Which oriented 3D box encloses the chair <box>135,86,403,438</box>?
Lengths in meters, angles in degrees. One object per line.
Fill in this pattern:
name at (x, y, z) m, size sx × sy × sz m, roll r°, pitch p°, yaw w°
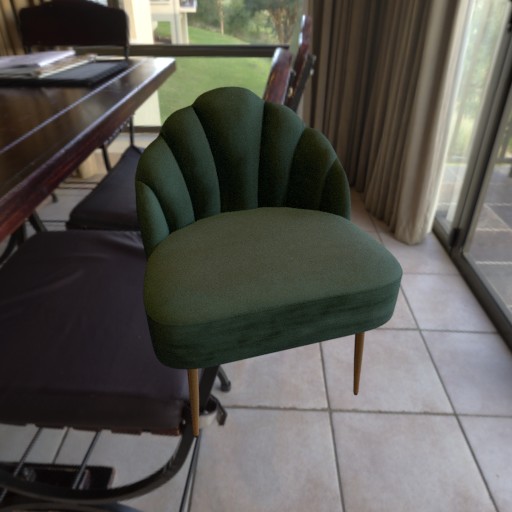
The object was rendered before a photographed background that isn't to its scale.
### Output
chair at (0.000, 0.000, 1.277) m, size 0.657 × 0.819 × 0.599 m, roll -9°, pitch 34°, yaw -15°
